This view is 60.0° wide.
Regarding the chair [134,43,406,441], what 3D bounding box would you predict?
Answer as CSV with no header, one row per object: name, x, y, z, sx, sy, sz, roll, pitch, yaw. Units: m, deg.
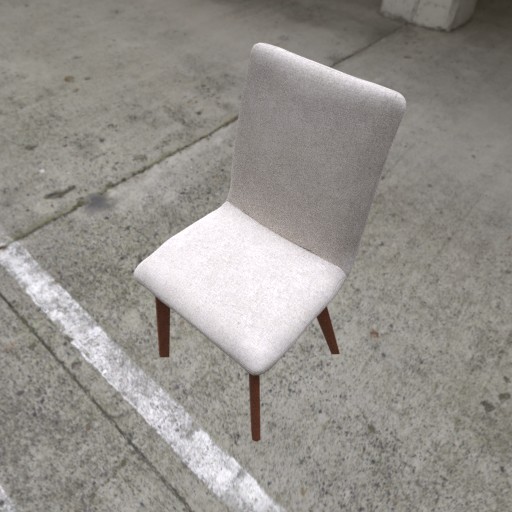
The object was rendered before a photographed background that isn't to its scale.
chair,0.000,0.000,1.312,0.522,0.974,0.563,33,55,27
